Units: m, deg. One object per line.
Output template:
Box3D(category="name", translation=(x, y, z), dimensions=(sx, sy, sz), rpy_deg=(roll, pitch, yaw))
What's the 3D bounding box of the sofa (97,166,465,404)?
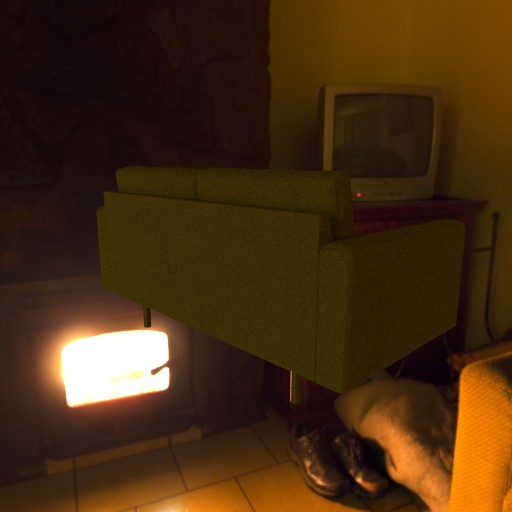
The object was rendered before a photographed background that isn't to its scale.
Box3D(category="sofa", translation=(0.000, 0.000, 2.267), dimensions=(0.889, 0.897, 1.730), rpy_deg=(-12, 17, -43))
